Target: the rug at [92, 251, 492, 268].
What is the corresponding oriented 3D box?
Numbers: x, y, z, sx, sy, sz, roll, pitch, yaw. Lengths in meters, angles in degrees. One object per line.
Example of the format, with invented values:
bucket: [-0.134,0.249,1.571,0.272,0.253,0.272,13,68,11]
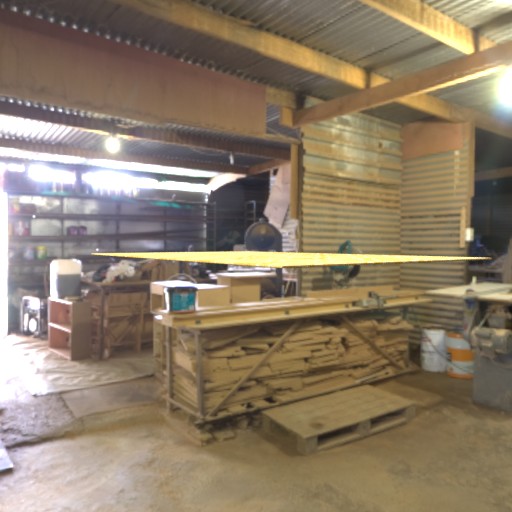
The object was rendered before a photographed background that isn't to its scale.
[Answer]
rug: [0.000,0.000,3.016,1.511,0.010,2.424,-1,2,-36]
